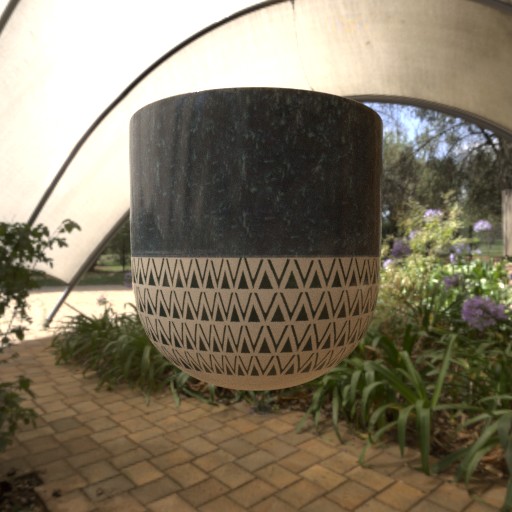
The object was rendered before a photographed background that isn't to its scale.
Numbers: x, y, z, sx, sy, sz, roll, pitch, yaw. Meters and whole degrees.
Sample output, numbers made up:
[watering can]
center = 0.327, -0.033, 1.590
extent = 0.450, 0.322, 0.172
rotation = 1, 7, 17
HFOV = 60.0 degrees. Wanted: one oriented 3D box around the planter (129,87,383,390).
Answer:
[planter]
center = 0.000, 0.000, 0.483
extent = 0.266, 0.270, 0.266
rotation = 0, 0, 0
